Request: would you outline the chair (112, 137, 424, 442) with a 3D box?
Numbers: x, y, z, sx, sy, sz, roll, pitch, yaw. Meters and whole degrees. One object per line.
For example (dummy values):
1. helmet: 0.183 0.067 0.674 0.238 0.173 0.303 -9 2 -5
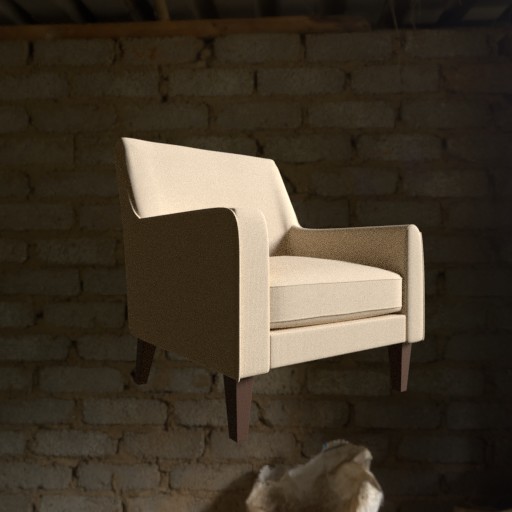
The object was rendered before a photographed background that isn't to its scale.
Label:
1. chair: 0.000 0.000 1.621 0.780 0.919 0.899 -1 1 -36
